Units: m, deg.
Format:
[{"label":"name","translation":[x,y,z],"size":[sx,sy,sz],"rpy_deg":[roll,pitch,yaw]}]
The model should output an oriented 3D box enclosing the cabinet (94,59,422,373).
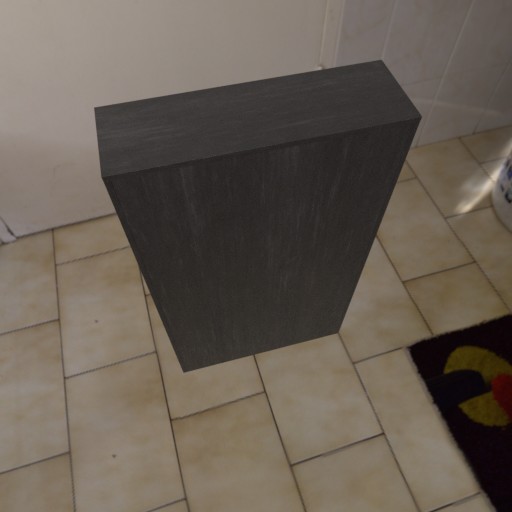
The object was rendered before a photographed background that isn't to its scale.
[{"label":"cabinet","translation":[0.000,0.000,1.600],"size":[0.750,1.280,0.250],"rpy_deg":[-13,58,-8]}]
